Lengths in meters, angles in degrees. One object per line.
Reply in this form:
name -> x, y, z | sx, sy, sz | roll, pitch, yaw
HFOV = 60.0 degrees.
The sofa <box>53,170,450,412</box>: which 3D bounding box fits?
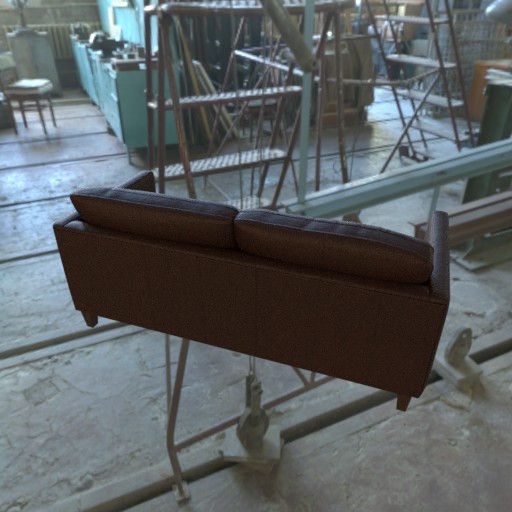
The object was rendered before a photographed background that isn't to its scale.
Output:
sofa -> 0.000, 0.000, 2.514 | 1.971, 0.863, 0.923 | 11, 32, 17
